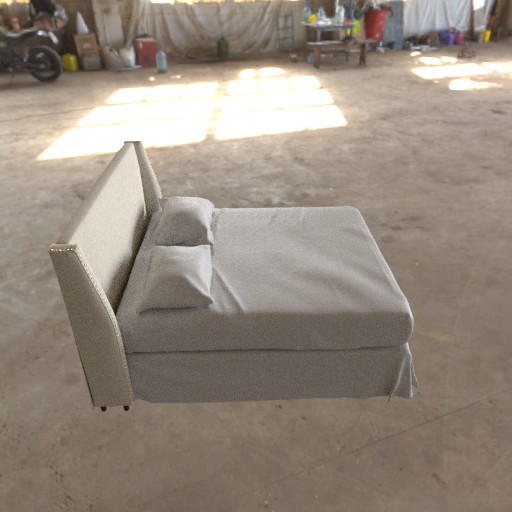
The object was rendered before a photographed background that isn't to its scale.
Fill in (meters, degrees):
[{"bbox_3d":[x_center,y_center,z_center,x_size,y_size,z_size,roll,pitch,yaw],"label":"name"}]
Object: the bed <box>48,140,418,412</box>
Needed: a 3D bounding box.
[{"bbox_3d":[0.000,0.000,3.494,2.276,1.332,1.925,-1,32,-2],"label":"bed"}]
